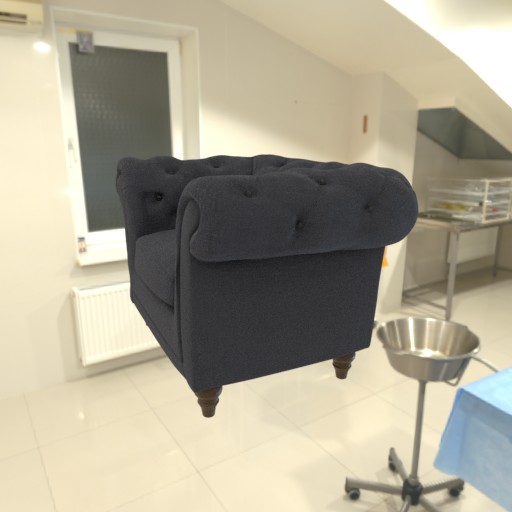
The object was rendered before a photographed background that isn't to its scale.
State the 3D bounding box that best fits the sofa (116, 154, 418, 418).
[{"bbox_3d":[0.000,0.000,2.039,1.032,0.878,1.405,-7,17,-25],"label":"sofa"}]
